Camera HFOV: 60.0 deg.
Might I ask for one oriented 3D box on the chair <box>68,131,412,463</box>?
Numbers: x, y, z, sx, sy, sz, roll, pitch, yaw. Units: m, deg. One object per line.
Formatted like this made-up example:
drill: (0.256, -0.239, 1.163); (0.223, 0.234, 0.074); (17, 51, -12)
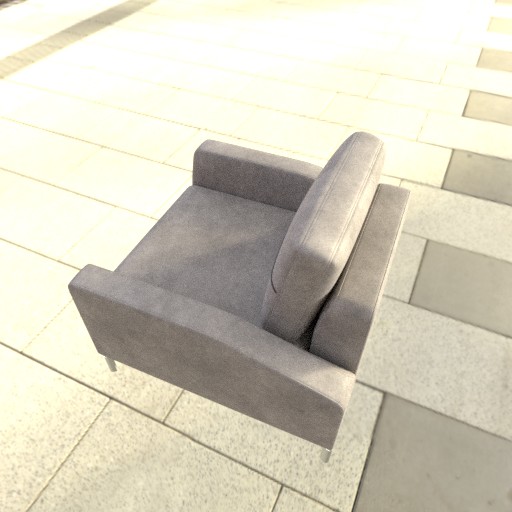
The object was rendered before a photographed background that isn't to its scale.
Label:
chair: (0.000, 0.000, 1.579); (0.900, 0.800, 0.900); (17, 48, 16)
